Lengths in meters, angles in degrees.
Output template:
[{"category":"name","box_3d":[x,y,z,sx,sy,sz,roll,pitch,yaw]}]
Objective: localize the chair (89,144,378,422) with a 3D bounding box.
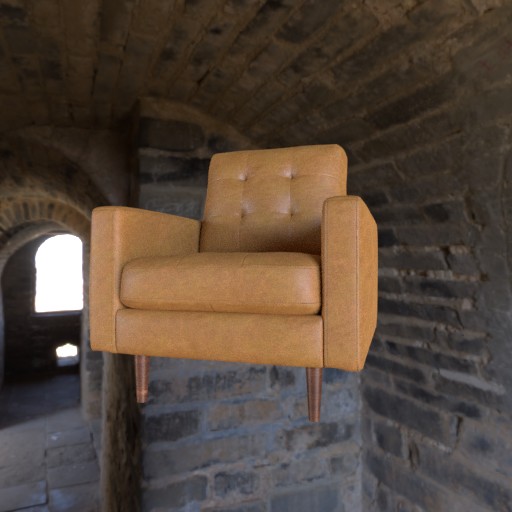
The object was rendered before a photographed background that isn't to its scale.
[{"category":"chair","box_3d":[0.000,0.000,1.592,0.831,0.896,0.868,0,-1,18]}]
